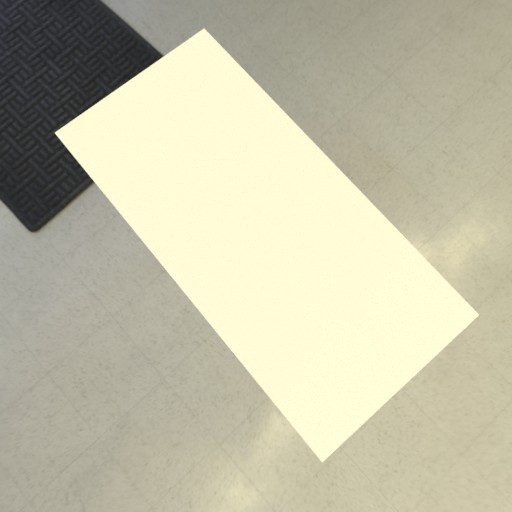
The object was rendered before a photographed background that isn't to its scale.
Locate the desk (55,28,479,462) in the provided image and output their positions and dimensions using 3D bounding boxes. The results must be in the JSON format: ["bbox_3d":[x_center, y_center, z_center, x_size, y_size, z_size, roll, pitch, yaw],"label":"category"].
[{"bbox_3d":[0.000,0.000,1.387,0.491,0.723,0.979,-39,79,-9],"label":"desk"}]
